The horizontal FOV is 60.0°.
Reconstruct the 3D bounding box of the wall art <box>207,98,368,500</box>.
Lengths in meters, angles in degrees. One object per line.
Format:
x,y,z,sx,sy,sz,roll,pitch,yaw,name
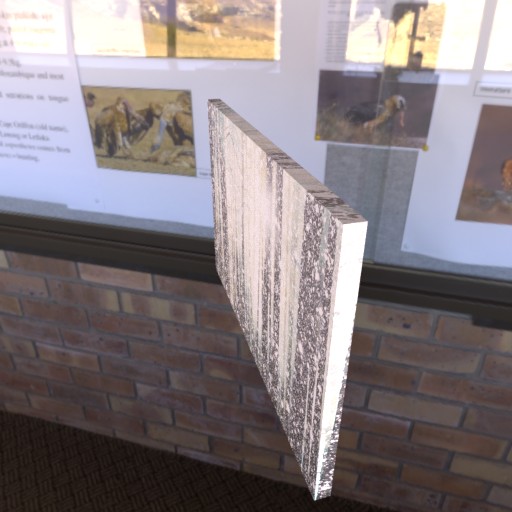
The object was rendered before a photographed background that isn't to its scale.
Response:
0.000,0.000,1.110,0.038,0.598,0.919,-8,31,-14,wall art
